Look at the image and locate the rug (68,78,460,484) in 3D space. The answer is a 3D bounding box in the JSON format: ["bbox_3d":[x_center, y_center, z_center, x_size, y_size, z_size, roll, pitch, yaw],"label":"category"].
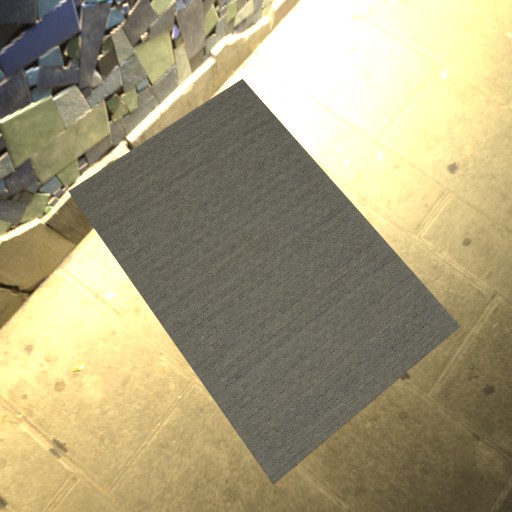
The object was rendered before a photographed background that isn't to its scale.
[{"bbox_3d":[0.000,0.000,2.228,1.142,0.006,1.752,-36,77,-9],"label":"rug"}]
